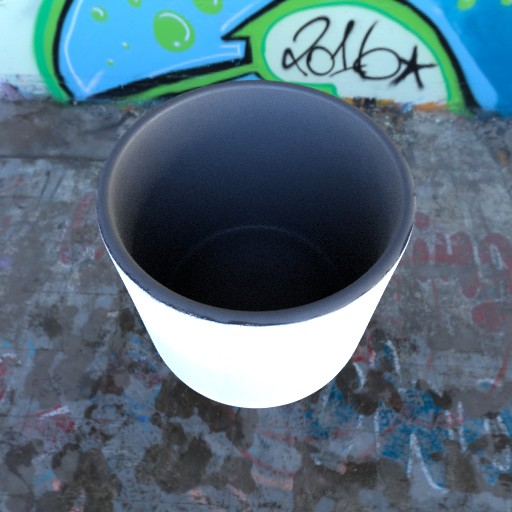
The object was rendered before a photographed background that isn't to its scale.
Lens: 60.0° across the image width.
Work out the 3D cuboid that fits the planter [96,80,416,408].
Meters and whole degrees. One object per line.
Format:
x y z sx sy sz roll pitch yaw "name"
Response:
0.000 0.000 0.388 0.221 0.201 0.221 0 58 0 "planter"
